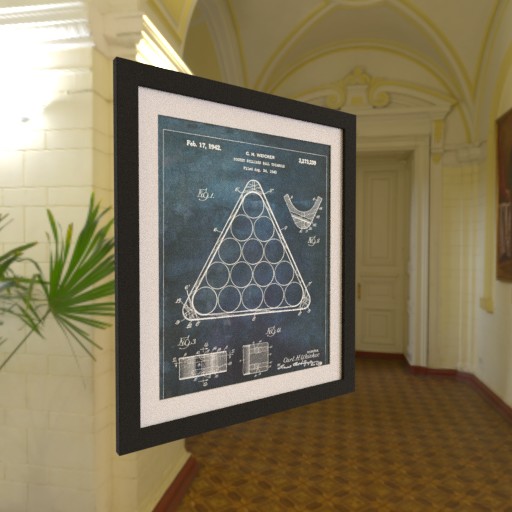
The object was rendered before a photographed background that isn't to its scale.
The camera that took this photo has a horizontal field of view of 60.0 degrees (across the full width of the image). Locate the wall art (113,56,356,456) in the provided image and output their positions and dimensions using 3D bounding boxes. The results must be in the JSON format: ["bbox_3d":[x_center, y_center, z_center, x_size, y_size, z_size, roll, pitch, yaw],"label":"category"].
[{"bbox_3d":[0.000,0.000,0.493,0.311,0.361,0.010,-1,2,-35],"label":"wall art"}]
